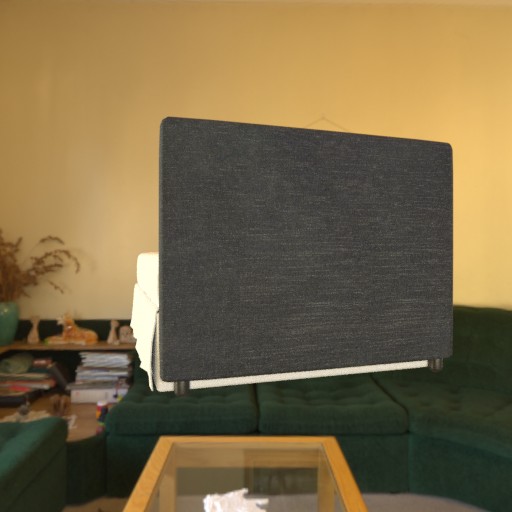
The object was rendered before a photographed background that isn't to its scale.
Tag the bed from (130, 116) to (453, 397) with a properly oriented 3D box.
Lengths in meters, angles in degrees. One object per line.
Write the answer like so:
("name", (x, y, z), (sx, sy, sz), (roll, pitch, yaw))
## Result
("bed", (0.000, 0.000, 3.278), (1.723, 1.330, 2.142), (0, 0, -18))
